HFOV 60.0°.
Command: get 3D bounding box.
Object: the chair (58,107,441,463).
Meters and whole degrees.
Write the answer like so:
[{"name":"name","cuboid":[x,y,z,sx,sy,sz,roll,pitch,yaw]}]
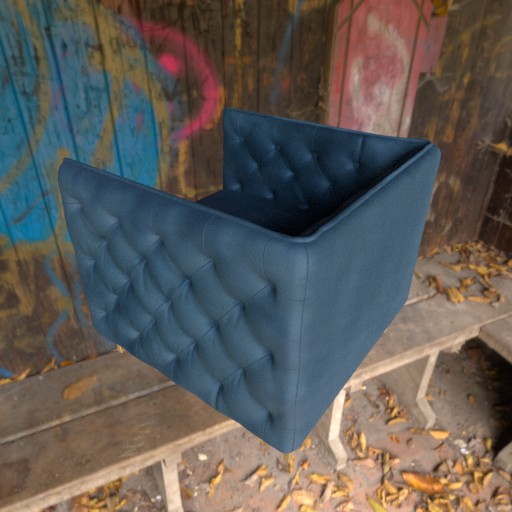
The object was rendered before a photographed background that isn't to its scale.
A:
[{"name":"chair","cuboid":[0.000,0.000,1.527,0.877,0.771,0.868,22,38,30]}]
